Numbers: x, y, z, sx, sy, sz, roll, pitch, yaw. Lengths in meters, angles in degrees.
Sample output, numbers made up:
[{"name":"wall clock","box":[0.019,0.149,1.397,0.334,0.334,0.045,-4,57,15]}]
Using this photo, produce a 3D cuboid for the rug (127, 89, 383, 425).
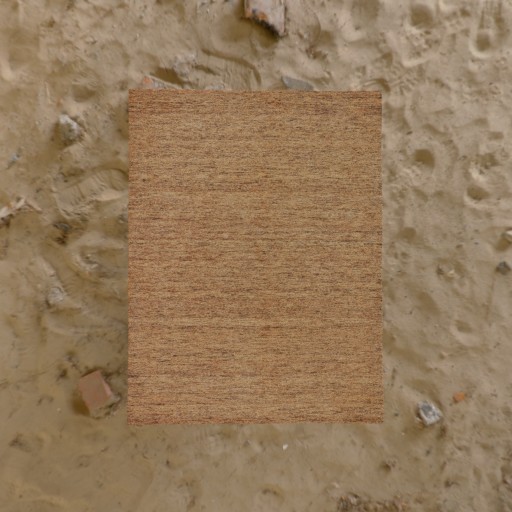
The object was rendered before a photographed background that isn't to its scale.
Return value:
[{"name":"rug","box":[0.000,0.000,4.243,2.438,0.012,3.200,0,89,-1]}]
